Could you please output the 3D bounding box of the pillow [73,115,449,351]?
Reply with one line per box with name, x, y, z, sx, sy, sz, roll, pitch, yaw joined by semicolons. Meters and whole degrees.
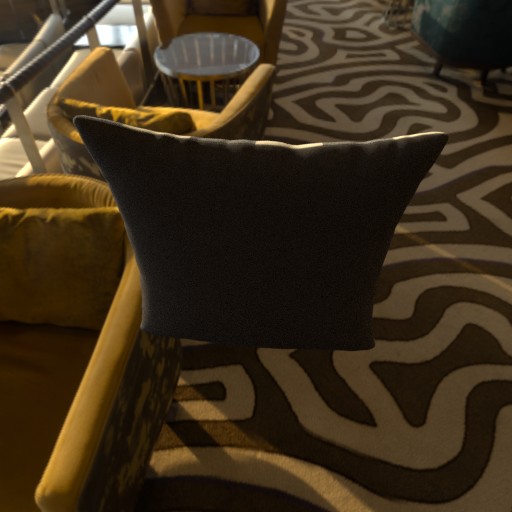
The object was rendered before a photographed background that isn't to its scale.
pillow;0.000;0.000;0.780;0.511;0.509;0.161;4;46;4
